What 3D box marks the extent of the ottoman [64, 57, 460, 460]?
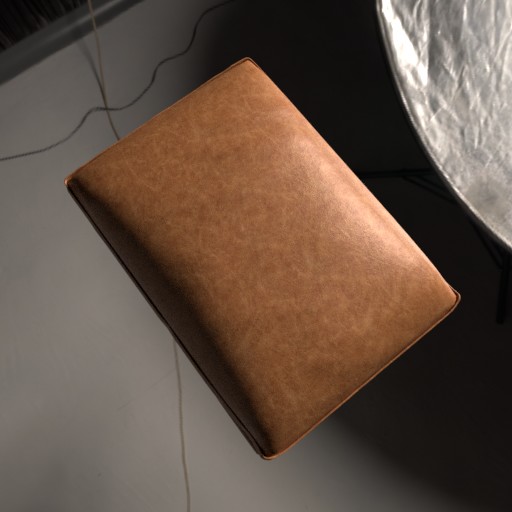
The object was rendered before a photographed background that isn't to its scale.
[{"bbox_3d":[0.000,0.000,1.052,0.533,0.480,0.710,-37,79,-8],"label":"ottoman"}]
